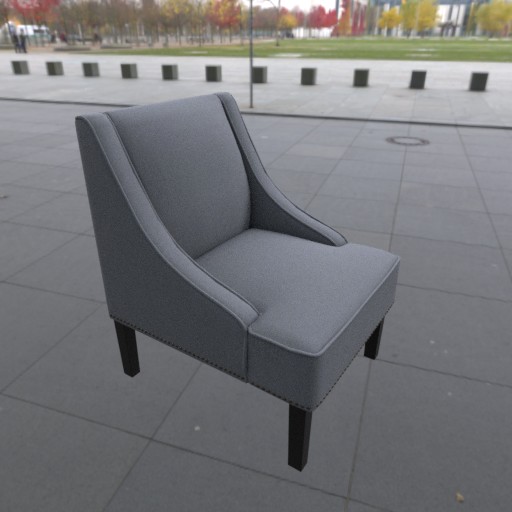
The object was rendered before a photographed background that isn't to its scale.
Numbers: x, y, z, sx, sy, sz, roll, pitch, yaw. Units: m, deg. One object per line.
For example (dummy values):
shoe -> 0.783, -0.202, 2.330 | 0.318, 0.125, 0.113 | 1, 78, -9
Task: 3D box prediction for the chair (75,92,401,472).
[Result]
chair -> 0.000, 0.000, 1.379 | 0.747, 0.867, 0.631 | 17, 31, 30
